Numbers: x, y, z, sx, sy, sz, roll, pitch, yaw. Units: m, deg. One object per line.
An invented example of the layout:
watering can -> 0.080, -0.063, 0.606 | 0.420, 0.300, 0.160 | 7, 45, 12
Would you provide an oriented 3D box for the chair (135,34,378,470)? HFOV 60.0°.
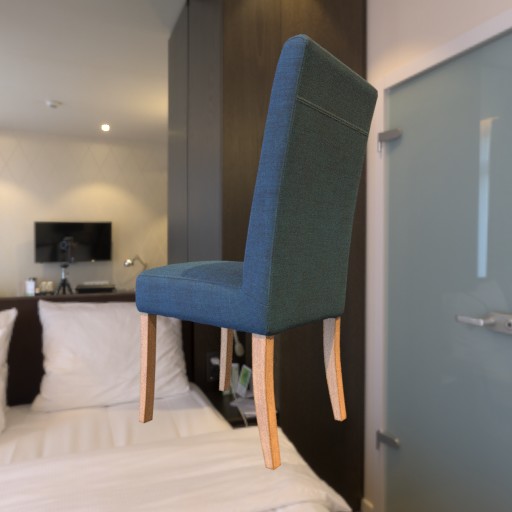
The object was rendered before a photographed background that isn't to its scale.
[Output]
chair -> 0.000, 0.000, 1.349 | 0.610, 1.029, 0.450 | 1, 1, 36
